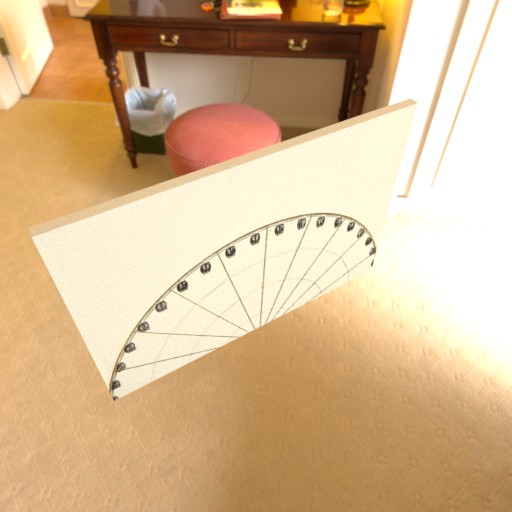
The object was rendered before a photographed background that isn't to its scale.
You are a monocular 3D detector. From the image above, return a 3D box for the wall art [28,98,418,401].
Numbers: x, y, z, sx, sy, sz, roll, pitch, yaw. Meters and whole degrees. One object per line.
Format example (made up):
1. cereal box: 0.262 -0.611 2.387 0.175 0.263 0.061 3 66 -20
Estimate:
1. wall art: 0.000 0.000 1.438 1.144 0.767 0.038 -24 51 -21
